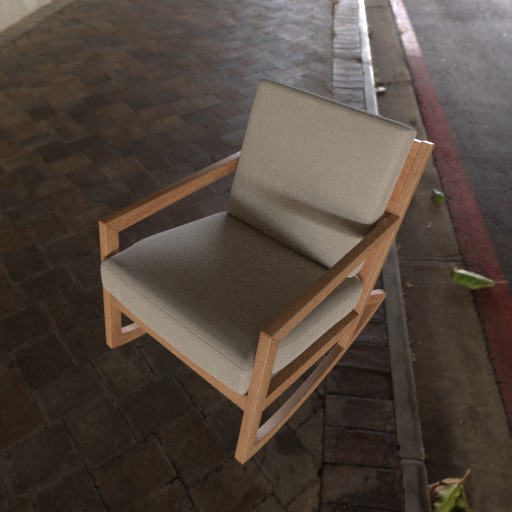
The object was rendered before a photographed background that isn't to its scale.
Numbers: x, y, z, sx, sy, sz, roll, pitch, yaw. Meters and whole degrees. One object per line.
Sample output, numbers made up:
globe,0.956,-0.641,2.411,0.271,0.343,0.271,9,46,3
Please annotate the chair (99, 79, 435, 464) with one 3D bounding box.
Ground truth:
chair,0.000,0.000,1.406,0.622,0.790,0.857,30,52,27
